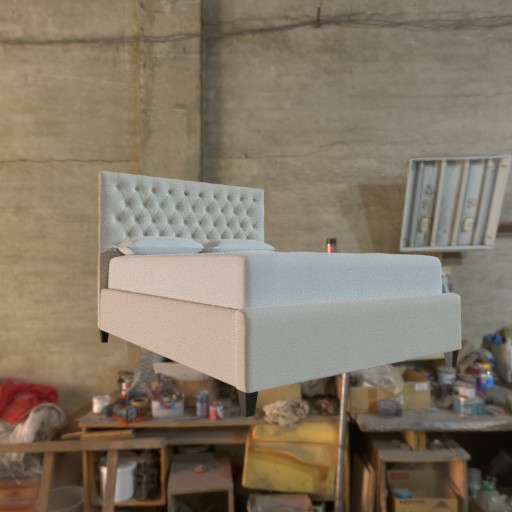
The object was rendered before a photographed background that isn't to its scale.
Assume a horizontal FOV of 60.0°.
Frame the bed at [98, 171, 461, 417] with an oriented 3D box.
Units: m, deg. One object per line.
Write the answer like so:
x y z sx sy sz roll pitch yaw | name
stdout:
0.000 0.000 3.277 1.696 1.426 2.233 0 -1 -35 | bed
